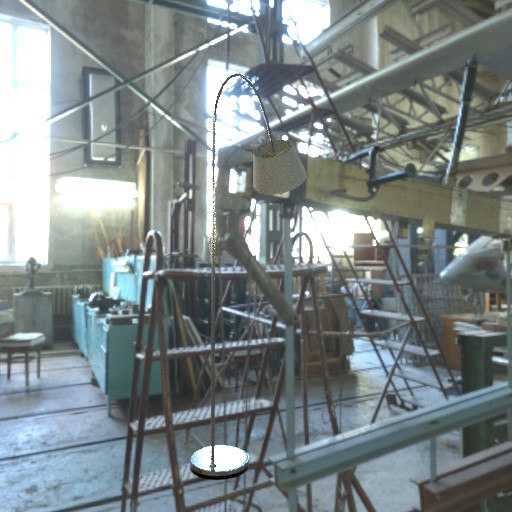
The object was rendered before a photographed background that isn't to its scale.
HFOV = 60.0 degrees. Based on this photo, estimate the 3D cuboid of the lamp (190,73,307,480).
[{"bbox_3d":[0.000,0.000,2.763,0.406,2.098,1.445,0,-1,18],"label":"lamp"}]
